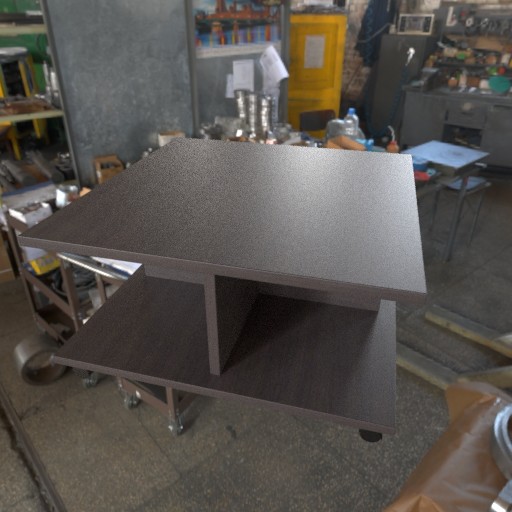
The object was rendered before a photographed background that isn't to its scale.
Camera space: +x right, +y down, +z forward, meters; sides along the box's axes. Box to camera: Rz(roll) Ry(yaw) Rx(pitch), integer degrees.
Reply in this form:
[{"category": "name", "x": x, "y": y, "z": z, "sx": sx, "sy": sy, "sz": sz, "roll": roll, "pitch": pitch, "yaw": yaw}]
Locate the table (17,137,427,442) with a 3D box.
[{"category": "table", "x": 0.000, "y": 0.000, "z": 1.196, "sx": 0.762, "sy": 0.396, "sz": 0.762, "roll": 8, "pitch": 31, "yaw": 13}]
